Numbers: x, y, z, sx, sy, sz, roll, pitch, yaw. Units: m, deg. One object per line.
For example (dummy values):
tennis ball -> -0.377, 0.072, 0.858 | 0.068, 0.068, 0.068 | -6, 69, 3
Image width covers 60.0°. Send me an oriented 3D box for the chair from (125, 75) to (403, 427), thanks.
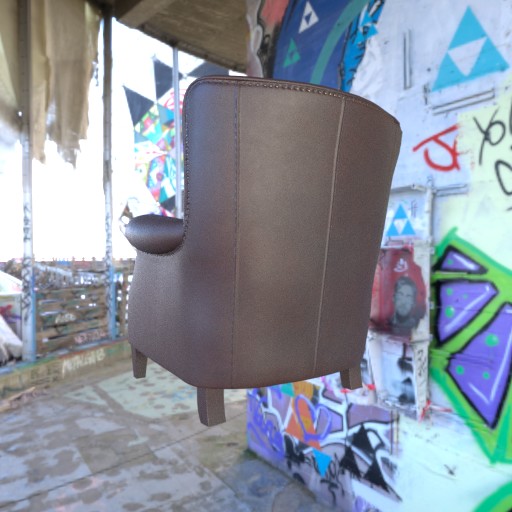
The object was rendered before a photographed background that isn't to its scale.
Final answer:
chair -> 0.000, 0.000, 1.341 | 0.700, 0.800, 0.746 | 0, 1, -35
